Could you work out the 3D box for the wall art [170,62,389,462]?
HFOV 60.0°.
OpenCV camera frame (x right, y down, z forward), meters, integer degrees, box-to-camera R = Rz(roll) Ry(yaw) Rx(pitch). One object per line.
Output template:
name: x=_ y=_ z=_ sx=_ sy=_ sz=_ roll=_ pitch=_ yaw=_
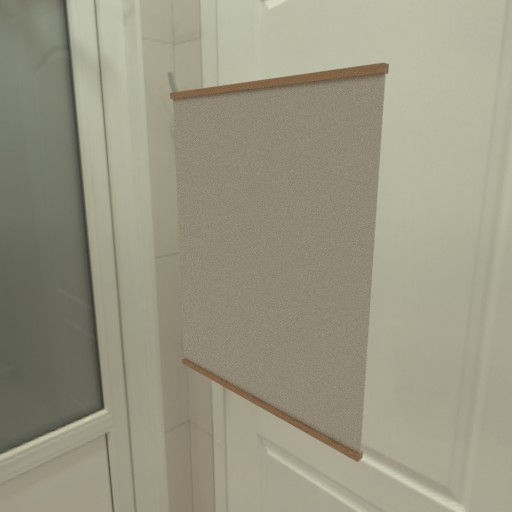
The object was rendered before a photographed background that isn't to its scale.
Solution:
wall art: x=0.000 y=0.000 z=0.688 sx=0.405 sy=0.508 sz=0.012 roll=13 pitch=19 yaw=43
